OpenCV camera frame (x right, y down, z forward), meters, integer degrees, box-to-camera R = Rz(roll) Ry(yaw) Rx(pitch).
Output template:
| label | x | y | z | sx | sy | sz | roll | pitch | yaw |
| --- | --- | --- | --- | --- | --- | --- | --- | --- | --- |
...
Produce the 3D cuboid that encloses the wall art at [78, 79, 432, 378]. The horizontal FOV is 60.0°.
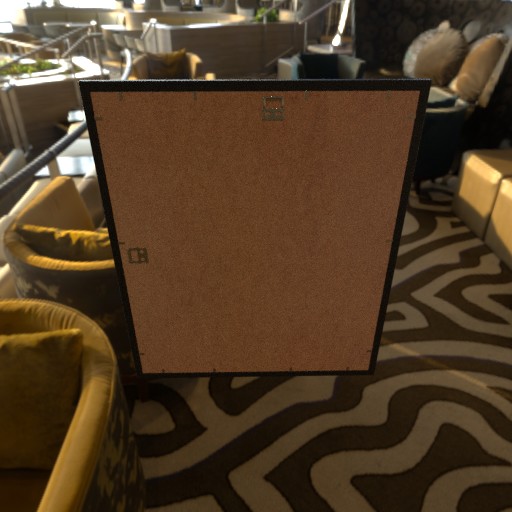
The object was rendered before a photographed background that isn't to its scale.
| label | x | y | z | sx | sy | sz | roll | pitch | yaw |
| --- | --- | --- | --- | --- | --- | --- | --- | --- | --- |
| wall art | 0.000 | 0.000 | 0.879 | 0.559 | 0.660 | 0.018 | -1 | 32 | -1 |
